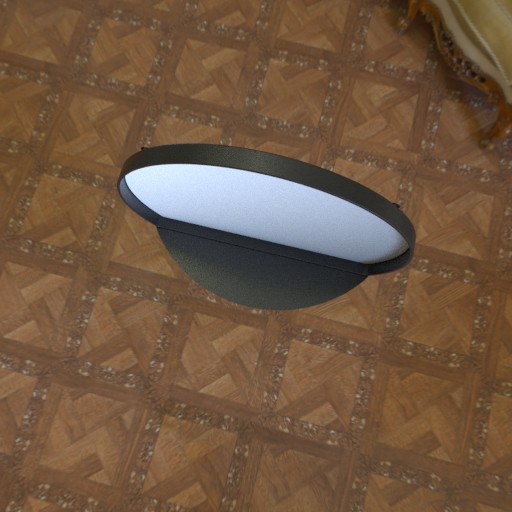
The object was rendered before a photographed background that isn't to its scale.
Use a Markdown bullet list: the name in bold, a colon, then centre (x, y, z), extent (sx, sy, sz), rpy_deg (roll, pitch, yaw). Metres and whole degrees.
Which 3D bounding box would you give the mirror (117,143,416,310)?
- **mirror**: centre (0.000, 0.000, 0.692), extent (0.457, 0.457, 0.133), rpy_deg (13, 77, 3)
